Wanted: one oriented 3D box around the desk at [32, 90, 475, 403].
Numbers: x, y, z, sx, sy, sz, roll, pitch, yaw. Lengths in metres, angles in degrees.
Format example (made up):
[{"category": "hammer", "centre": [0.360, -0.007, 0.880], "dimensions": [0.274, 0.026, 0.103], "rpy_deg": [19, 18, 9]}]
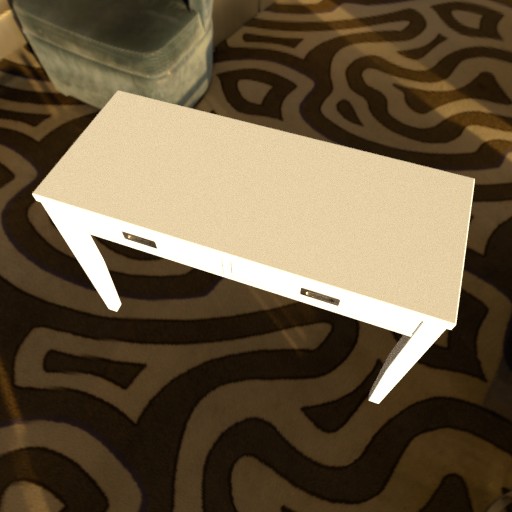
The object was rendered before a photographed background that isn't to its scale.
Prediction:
[{"category": "desk", "centre": [0.000, 0.000, 1.643], "dimensions": [1.220, 0.775, 0.508], "rpy_deg": [17, 59, 11]}]
